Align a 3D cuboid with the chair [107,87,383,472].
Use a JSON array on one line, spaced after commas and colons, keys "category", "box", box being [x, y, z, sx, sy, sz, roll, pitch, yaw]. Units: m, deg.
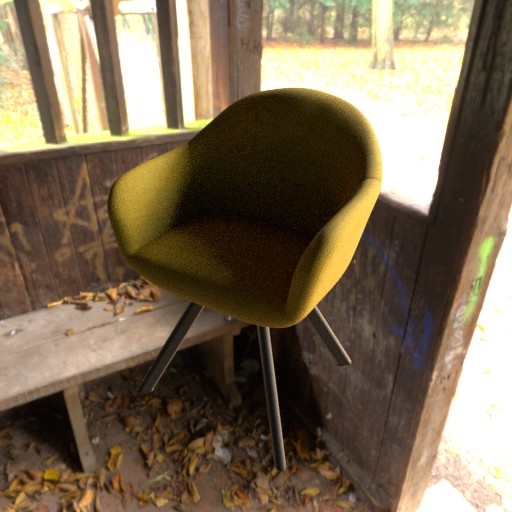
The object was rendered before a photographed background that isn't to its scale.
[{"category": "chair", "box": [0.000, 0.000, 1.191, 0.590, 0.795, 0.550, 17, 34, 27]}]
